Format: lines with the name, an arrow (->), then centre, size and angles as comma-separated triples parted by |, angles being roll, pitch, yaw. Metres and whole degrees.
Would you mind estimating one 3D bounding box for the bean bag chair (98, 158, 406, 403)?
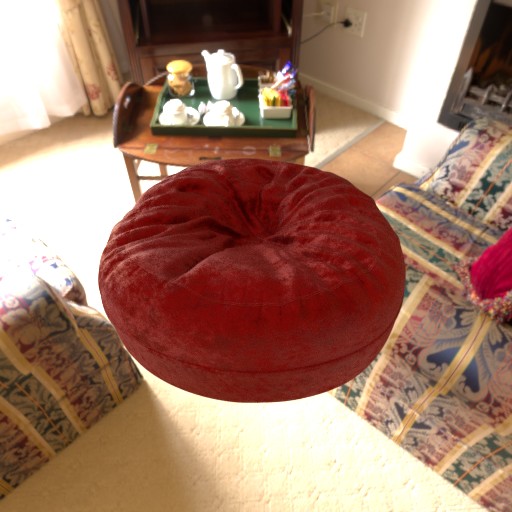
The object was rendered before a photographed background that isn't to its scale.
bean bag chair -> 0.000, 0.000, 2.436 | 1.524, 0.878, 1.524 | 3, 47, 3
